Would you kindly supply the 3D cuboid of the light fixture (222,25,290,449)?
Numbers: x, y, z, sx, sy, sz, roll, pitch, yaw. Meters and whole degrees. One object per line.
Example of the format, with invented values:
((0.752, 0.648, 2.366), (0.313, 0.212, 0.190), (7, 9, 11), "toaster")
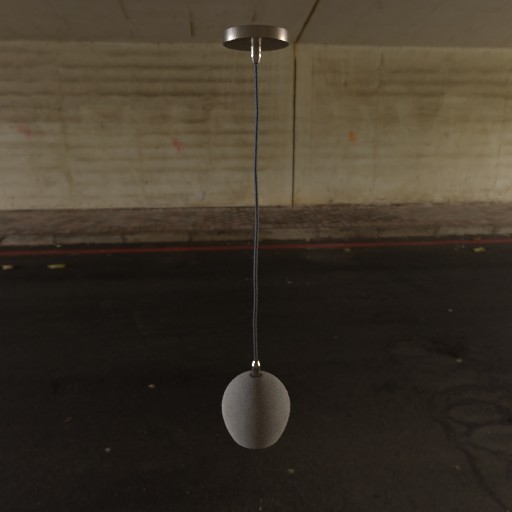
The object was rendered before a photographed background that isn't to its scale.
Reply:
((0.000, 0.000, 0.830), (0.139, 0.764, 0.139), (7, 16, 25), "light fixture")
